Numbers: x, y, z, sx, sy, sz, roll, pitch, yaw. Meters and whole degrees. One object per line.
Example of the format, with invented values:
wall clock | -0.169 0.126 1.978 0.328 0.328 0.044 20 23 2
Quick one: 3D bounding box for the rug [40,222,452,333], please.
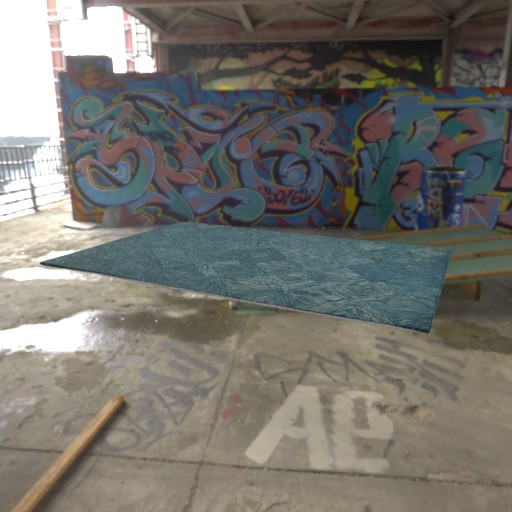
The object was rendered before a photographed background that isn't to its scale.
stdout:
rug | 0.000 0.000 2.194 1.728 0.017 1.136 7 17 25
